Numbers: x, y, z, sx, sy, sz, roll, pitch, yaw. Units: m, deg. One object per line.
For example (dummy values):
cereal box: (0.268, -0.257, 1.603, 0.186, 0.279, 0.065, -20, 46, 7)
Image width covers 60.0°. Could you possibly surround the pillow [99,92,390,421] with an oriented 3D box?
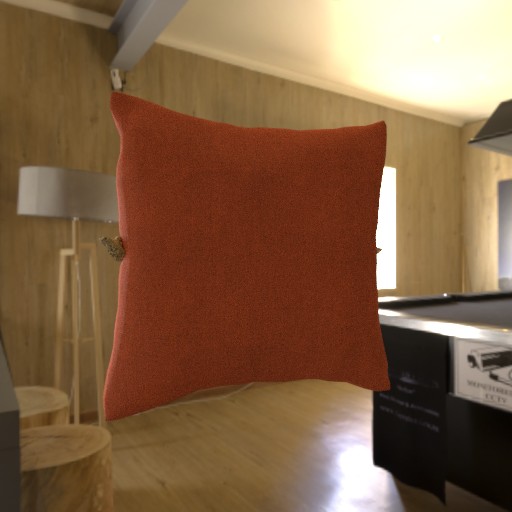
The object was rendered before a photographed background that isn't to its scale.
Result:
pillow: (0.000, 0.000, 0.733, 0.490, 0.482, 0.165, 0, 0, -17)
